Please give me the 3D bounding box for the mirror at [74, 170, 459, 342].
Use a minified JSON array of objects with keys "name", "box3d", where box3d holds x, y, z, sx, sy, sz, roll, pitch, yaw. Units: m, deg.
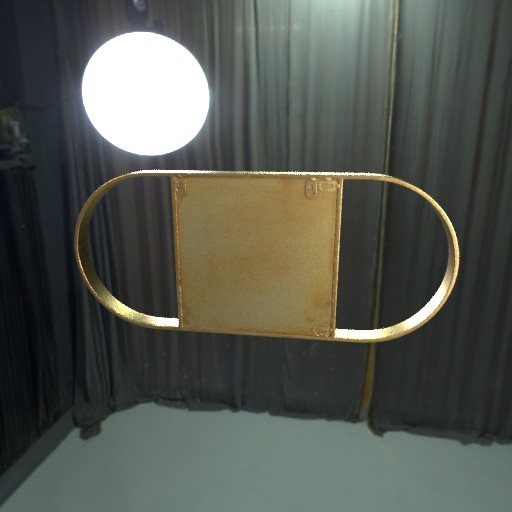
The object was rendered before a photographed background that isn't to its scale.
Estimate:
[{"name":"mirror","box3d":[0.000,0.000,0.683,0.584,0.254,0.032,2,16,8]}]
